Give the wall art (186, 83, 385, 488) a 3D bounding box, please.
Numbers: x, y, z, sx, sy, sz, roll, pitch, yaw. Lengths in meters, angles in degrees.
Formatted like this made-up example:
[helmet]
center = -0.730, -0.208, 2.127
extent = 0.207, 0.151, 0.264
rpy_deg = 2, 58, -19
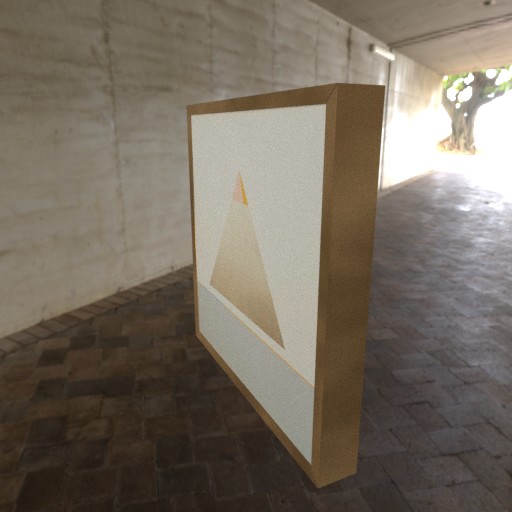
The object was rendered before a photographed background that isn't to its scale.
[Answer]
[wall art]
center = 0.000, 0.000, 0.452
extent = 0.038, 0.303, 0.305
rpy_deg = -8, 18, -25
